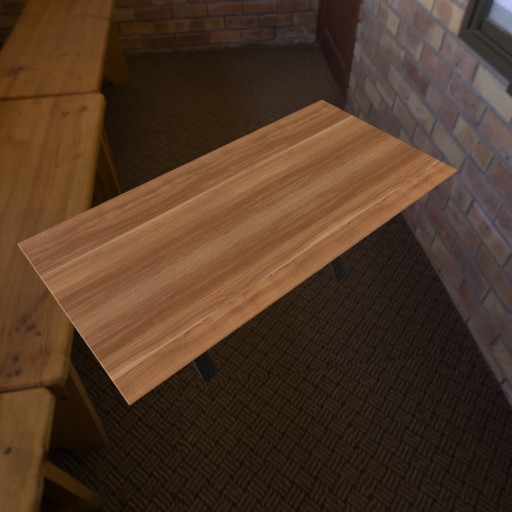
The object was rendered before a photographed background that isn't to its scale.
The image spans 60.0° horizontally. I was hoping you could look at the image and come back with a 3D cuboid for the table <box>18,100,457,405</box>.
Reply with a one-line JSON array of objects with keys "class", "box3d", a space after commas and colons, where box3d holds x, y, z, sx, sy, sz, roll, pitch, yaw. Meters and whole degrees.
[{"class": "table", "box3d": [0.000, 0.000, 2.483, 2.000, 0.770, 1.000, -33, 55, -26]}]
